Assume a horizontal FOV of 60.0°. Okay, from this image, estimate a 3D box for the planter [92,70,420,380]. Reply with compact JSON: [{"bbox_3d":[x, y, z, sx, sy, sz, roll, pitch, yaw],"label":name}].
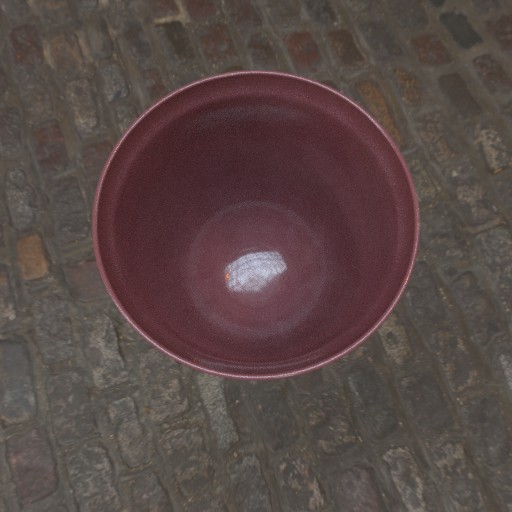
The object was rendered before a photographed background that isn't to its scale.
[{"bbox_3d":[0.000,0.000,0.366,0.195,0.214,0.195,0,75,0],"label":"planter"}]
